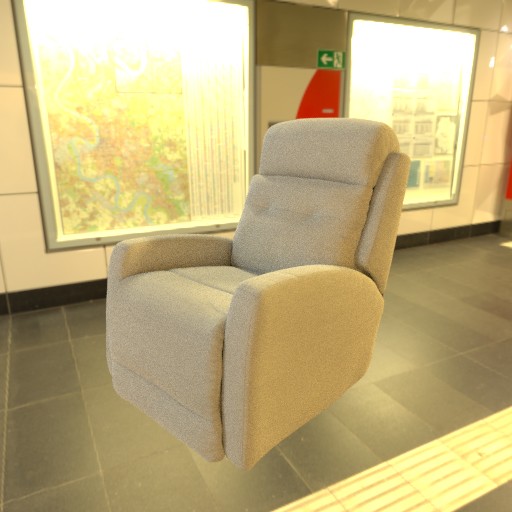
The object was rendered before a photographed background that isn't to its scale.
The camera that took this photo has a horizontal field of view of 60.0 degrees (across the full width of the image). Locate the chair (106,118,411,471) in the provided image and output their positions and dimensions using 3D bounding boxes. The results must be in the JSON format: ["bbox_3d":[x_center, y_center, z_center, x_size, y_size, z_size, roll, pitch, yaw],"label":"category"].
[{"bbox_3d":[0.000,0.000,1.694,0.798,1.013,1.043,15,22,41],"label":"chair"}]
